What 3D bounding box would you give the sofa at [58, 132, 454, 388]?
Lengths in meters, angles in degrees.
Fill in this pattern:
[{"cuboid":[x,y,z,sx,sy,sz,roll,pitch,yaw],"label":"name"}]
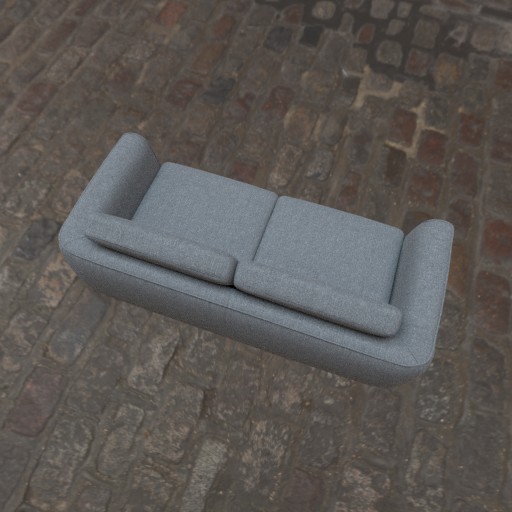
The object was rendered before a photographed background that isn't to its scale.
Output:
[{"cuboid":[0.000,0.000,2.502,2.000,0.870,0.920,17,64,9],"label":"sofa"}]
